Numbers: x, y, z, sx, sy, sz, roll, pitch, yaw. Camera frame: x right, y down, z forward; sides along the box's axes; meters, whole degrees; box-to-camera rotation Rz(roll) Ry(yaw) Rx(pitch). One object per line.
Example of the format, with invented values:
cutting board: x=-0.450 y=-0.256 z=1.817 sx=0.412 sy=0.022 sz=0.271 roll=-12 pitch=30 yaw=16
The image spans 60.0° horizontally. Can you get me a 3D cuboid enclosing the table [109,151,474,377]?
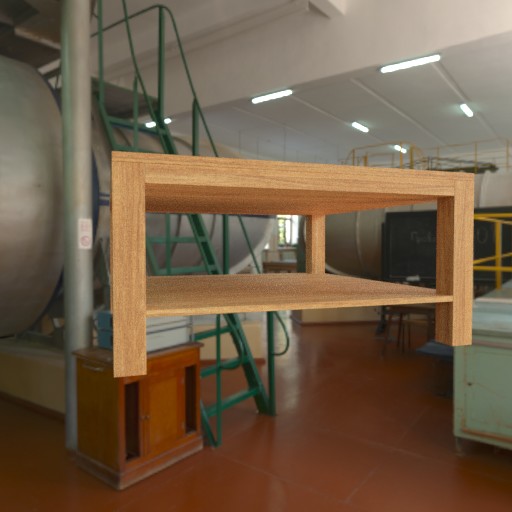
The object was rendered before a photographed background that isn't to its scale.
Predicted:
table: x=0.000 y=0.000 z=1.447 sx=0.900 sy=0.450 sz=0.900 roll=-1 pitch=2 yaw=-19
